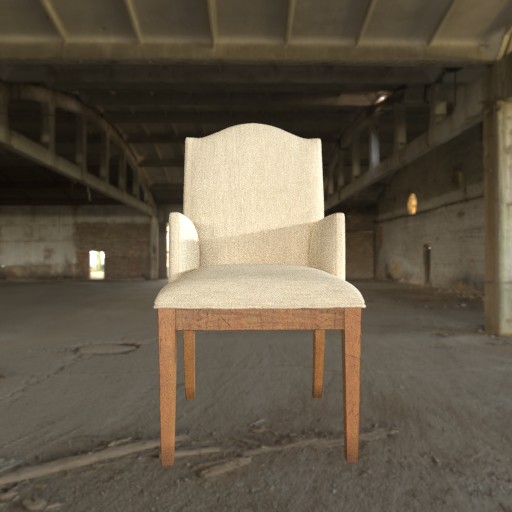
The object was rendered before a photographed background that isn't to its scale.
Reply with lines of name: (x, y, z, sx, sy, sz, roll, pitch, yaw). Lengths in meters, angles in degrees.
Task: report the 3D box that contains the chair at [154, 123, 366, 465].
chair: (0.000, 0.000, 1.398, 0.533, 1.016, 0.641, 0, 0, -2)
